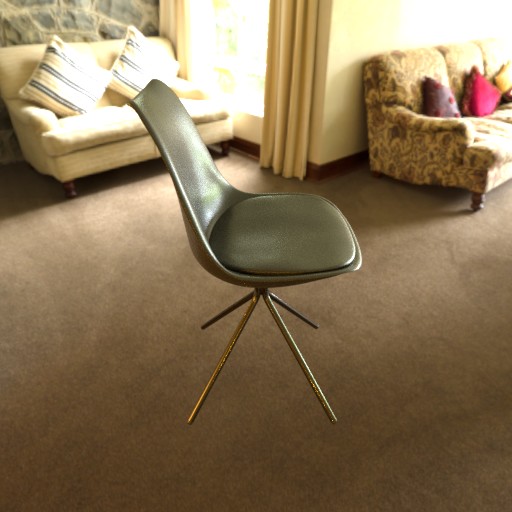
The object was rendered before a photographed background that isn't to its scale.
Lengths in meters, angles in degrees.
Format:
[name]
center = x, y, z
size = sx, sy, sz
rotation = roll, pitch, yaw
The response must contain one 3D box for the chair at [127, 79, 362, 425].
[chair]
center = 0.000, 0.000, 1.179
size = 0.525, 0.850, 0.461
rotation = 0, 32, 0
